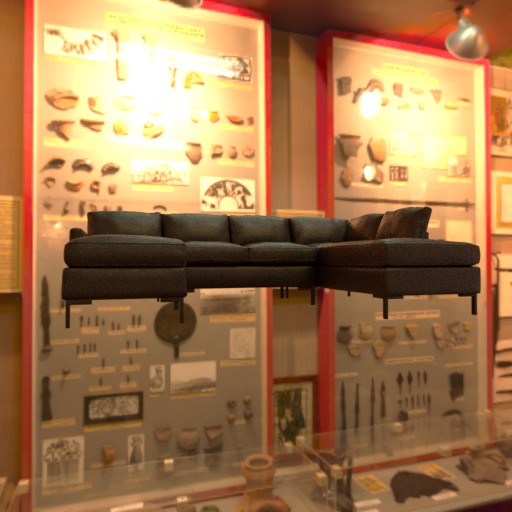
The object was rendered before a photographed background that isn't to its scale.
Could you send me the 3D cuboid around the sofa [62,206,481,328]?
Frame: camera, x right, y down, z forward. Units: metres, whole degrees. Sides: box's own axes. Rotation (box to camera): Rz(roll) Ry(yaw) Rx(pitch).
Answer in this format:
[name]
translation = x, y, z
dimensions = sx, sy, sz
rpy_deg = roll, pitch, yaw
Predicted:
[sofa]
translation = 0.000, 0.000, 3.786
dimensions = 2.956, 0.900, 1.939
rpy_deg = 0, -1, -18
